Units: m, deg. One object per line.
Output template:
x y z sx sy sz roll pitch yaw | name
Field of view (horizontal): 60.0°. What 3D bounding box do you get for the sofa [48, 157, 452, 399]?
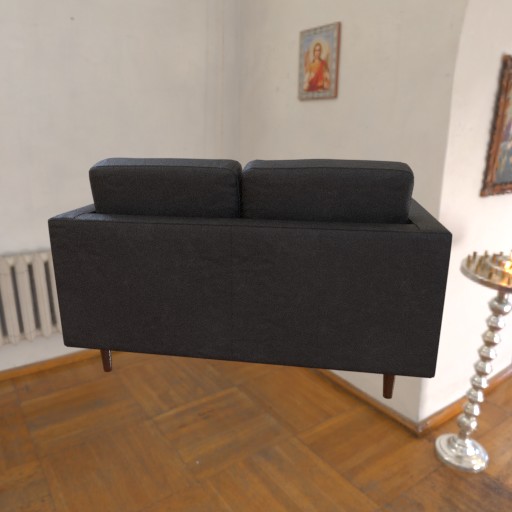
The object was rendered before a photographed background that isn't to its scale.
0.000 0.000 2.010 1.430 0.899 0.879 3 16 9 | sofa
